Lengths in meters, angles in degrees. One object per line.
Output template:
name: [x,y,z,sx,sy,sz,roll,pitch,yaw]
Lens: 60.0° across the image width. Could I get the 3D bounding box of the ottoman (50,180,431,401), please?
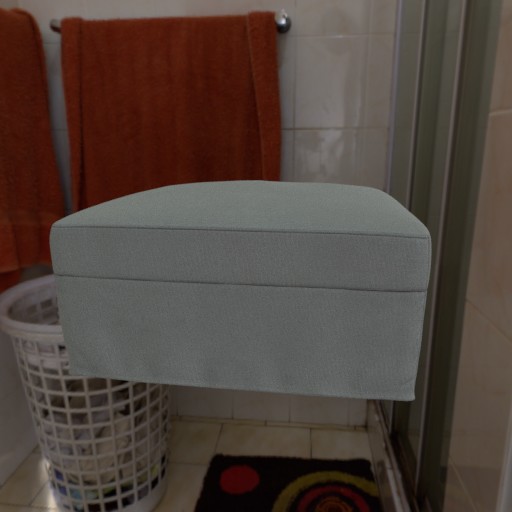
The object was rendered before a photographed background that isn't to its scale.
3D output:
ottoman: [0.000,0.000,1.353,0.843,0.441,0.842,2,15,8]
